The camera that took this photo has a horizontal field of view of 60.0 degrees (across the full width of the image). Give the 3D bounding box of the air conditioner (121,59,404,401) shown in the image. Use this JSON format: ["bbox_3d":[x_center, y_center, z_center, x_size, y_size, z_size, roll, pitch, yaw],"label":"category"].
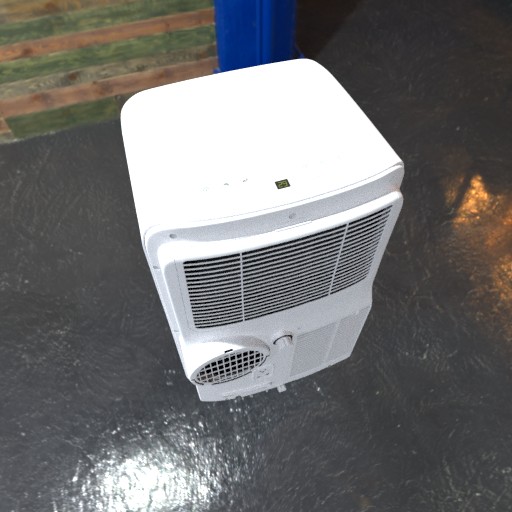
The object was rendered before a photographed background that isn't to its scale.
[{"bbox_3d":[0.000,0.000,1.044,0.478,0.765,0.467,-16,58,-10],"label":"air conditioner"}]
